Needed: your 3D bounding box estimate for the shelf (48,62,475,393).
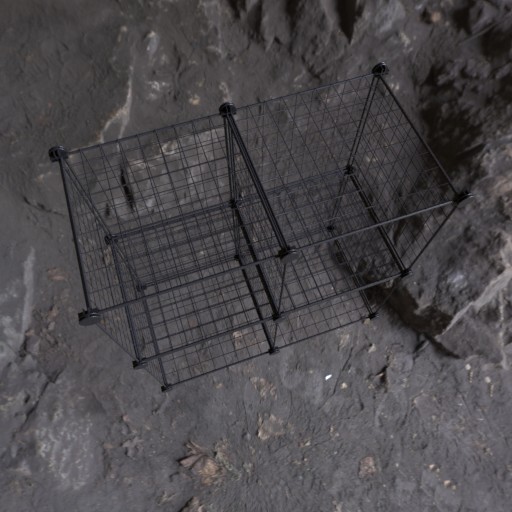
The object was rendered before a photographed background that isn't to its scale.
[{"bbox_3d":[0.000,0.000,1.127,0.711,0.711,0.356,-17,65,-8],"label":"shelf"}]
